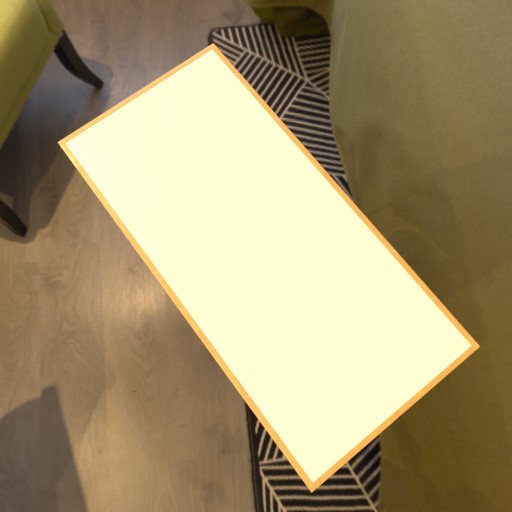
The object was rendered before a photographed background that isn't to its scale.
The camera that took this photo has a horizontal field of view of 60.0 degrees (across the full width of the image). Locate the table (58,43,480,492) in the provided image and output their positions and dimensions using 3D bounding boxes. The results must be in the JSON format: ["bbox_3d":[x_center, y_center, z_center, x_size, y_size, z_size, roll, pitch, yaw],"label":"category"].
[{"bbox_3d":[0.000,0.000,1.451,0.580,0.398,1.206,-37,78,-9],"label":"table"}]
